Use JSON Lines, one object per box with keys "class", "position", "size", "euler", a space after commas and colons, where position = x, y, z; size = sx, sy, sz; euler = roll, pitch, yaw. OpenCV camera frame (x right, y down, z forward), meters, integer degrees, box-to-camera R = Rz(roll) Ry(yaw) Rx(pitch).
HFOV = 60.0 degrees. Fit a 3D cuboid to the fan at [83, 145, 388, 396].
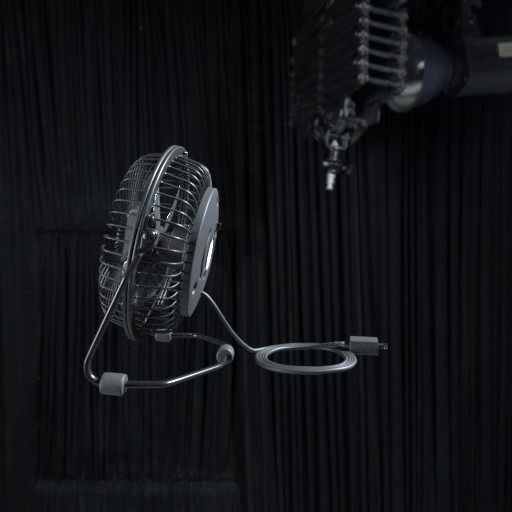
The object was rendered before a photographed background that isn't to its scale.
{"class": "fan", "position": [0.000, 0.000, 0.313], "size": [0.202, 0.152, 0.153], "euler": [0, 2, 0]}
